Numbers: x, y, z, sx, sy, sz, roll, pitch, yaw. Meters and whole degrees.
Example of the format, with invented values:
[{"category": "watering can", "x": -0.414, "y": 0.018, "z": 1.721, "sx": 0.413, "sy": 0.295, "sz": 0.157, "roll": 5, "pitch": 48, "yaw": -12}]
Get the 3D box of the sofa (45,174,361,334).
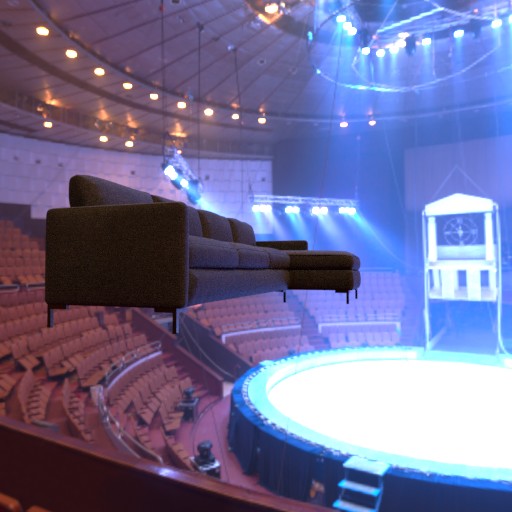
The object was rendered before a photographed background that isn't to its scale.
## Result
[{"category": "sofa", "x": 0.000, "y": 0.000, "z": 3.431, "sx": 1.350, "sy": 0.810, "sz": 2.932, "roll": -1, "pitch": -2, "yaw": 18}]
